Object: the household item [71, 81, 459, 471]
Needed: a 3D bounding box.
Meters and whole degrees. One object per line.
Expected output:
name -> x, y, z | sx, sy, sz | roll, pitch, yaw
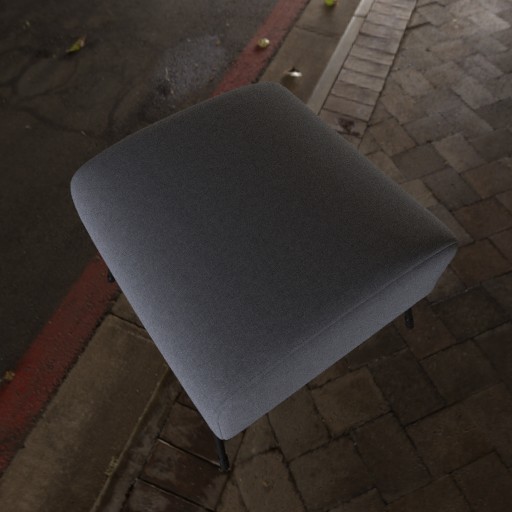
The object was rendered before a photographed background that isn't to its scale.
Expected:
household item -> 0.000, 0.000, 0.887 | 0.530, 0.410, 0.530 | -31, 63, -18
